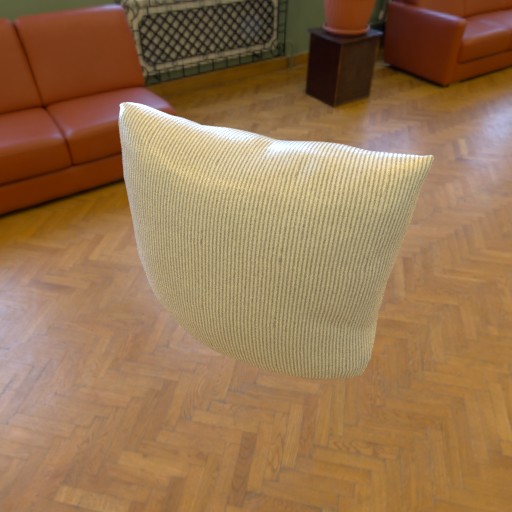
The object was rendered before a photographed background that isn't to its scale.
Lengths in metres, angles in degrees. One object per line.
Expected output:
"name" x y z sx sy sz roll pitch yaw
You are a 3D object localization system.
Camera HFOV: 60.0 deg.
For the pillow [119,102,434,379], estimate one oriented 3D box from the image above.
"pillow" 0.000 0.000 0.716 0.310 0.432 0.387 -24 47 -25
